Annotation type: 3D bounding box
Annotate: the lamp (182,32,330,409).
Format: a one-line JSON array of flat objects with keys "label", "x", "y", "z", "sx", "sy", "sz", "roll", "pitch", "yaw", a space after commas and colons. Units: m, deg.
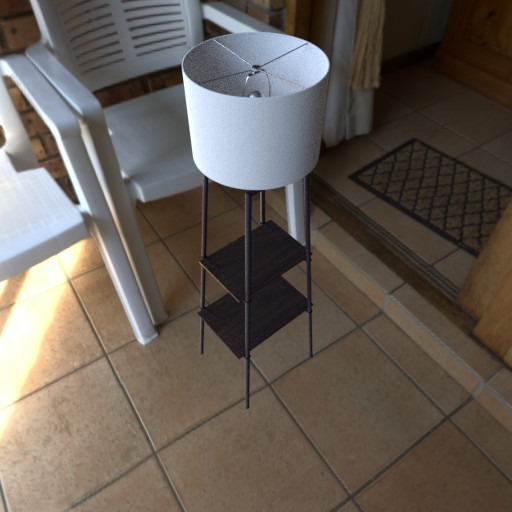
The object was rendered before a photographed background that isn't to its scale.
[{"label": "lamp", "x": 0.000, "y": 0.000, "z": 1.673, "sx": 0.427, "sy": 1.474, "sz": 0.384, "roll": -32, "pitch": 55, "yaw": -25}]
